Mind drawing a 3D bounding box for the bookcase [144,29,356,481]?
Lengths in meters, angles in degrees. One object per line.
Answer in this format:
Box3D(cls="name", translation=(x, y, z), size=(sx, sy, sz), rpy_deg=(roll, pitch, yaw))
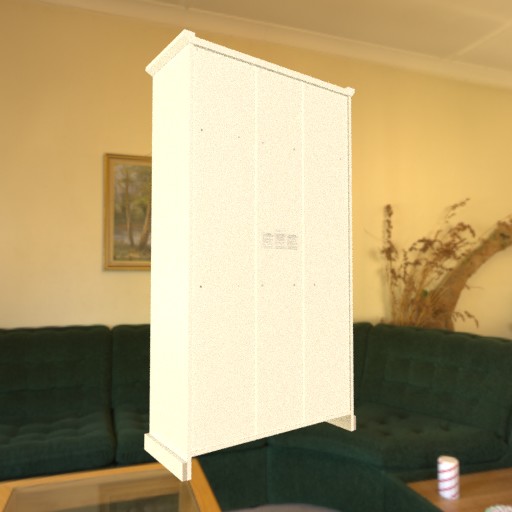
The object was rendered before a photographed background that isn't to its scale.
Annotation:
Box3D(cls="bookcase", translation=(0.000, 0.000, 2.314), size=(1.050, 1.880, 0.432), rpy_deg=(2, -3, -36))
